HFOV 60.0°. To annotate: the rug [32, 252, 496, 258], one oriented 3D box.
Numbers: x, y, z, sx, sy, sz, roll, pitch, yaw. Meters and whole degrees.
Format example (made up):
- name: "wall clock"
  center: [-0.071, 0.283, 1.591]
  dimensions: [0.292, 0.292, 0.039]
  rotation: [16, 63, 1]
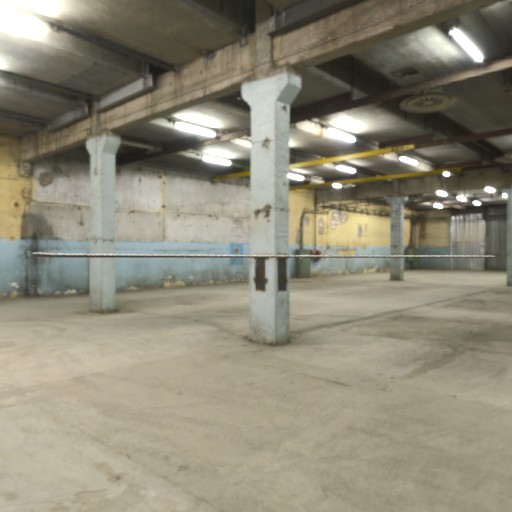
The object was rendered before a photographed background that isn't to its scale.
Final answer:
- name: "rug"
  center: [0.000, 0.000, 2.927]
  dimensions: [2.447, 0.021, 1.527]
  rotation: [0, 0, -19]
